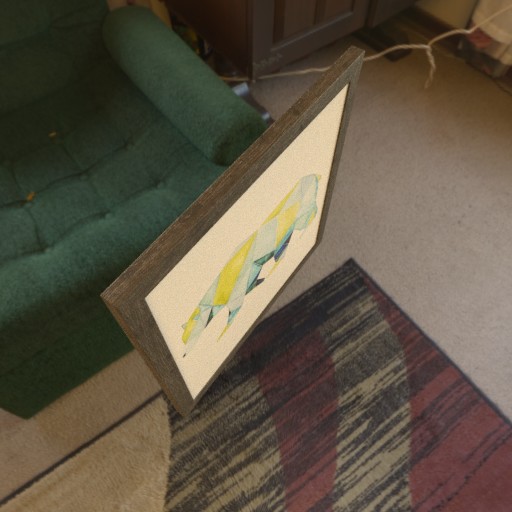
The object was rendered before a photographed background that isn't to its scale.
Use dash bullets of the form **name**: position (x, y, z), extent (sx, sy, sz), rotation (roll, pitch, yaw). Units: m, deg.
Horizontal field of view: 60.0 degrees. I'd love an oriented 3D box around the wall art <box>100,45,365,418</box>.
- **wall art**: position (0.000, 0.000, 0.691), extent (0.027, 0.459, 0.462), rotation (32, 63, 18)
